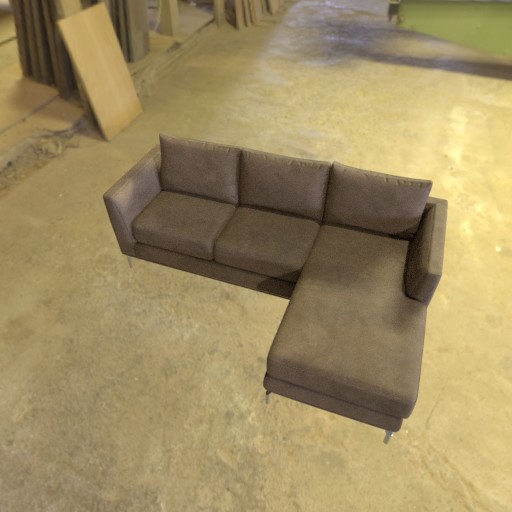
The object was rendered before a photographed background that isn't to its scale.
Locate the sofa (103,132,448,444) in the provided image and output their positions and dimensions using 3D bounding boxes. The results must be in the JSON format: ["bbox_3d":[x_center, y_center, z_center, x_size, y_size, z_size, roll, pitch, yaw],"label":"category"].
[{"bbox_3d":[0.000,0.000,3.191,2.438,0.987,1.622,14,45,15],"label":"sofa"}]
